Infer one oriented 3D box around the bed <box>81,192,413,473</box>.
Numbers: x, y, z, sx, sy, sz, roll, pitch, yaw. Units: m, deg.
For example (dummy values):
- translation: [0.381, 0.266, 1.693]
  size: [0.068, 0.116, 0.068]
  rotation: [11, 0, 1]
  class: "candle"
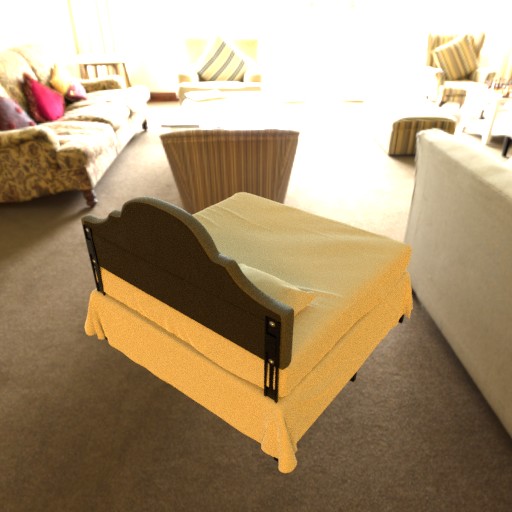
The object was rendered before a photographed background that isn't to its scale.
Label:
- translation: [0.000, 0.000, 3.777]
  size: [2.303, 1.631, 2.222]
  rotation: [23, 38, 33]
  class: "bed"
